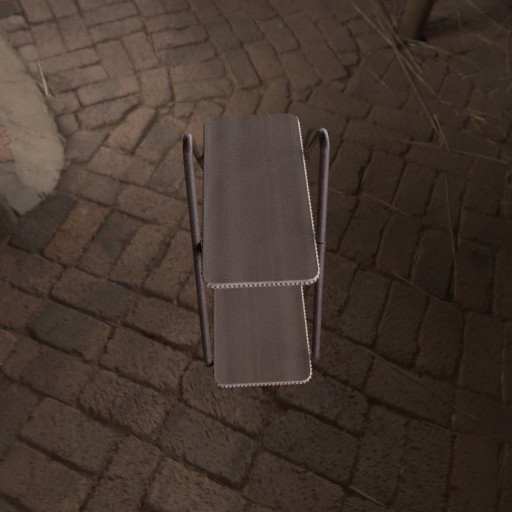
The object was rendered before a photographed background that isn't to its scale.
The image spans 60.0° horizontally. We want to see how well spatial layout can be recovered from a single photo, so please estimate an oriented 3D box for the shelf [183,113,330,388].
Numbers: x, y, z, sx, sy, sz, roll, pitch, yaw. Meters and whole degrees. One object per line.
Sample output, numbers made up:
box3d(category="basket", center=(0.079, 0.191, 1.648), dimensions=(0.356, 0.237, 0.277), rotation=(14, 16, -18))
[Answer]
box3d(category="shelf", center=(0.000, 0.000, 1.039), dimensions=(0.234, 0.774, 0.609), rotation=(-2, 59, -1))
